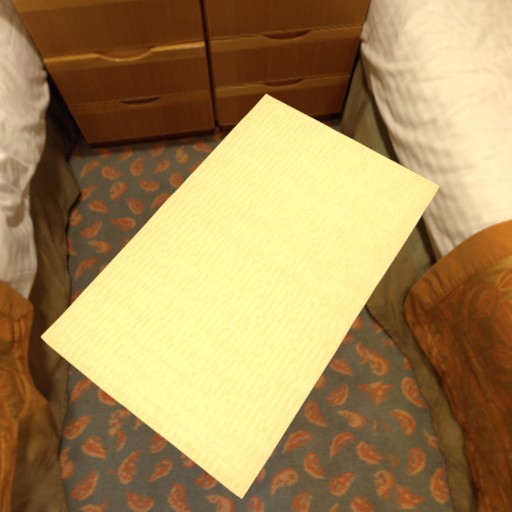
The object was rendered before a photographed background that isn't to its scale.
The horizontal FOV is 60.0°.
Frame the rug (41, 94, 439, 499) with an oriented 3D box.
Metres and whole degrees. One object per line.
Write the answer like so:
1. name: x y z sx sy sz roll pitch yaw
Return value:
1. rug: 0.000 0.000 2.953 1.531 0.014 2.441 33 69 14
